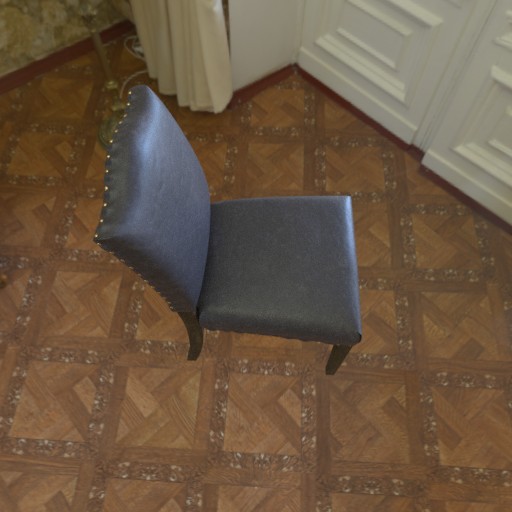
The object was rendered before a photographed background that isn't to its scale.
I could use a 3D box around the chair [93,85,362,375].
[{"bbox_3d":[0.000,0.000,1.363,0.633,0.991,0.500,2,62,1],"label":"chair"}]
